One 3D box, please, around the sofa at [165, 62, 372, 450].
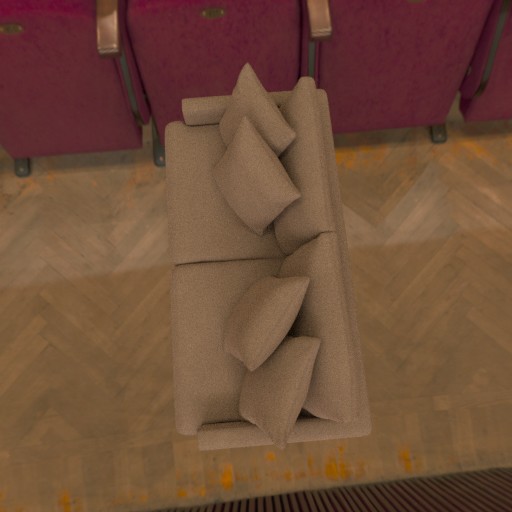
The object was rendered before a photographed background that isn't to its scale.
[{"bbox_3d":[0.000,0.000,3.025,1.228,1.084,2.380,-5,76,-1],"label":"sofa"}]
